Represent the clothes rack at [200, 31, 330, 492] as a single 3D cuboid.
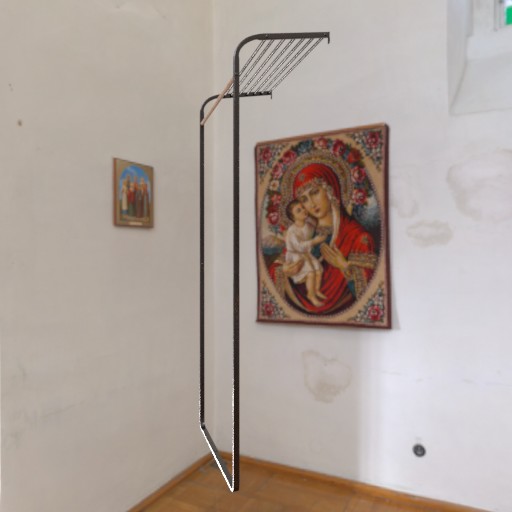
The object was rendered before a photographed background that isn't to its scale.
[{"bbox_3d":[0.000,0.000,1.791,0.349,1.574,0.609,0,1,-18],"label":"clothes rack"}]
